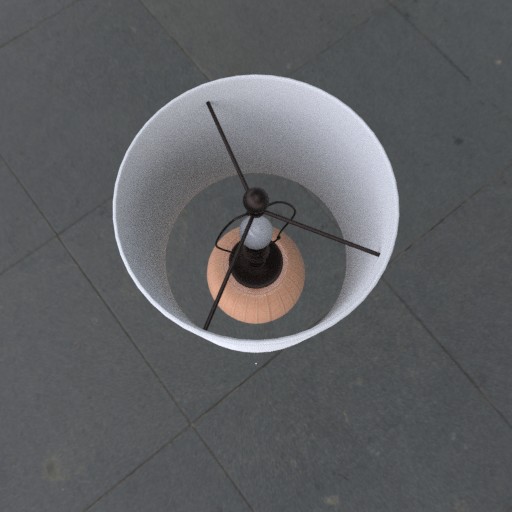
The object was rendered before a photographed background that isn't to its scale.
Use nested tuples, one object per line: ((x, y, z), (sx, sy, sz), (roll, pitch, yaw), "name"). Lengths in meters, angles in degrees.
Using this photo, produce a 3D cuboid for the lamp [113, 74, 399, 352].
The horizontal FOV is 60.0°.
((0.000, 0.000, 0.771), (0.329, 0.570, 0.329), (0, 76, 0), "lamp")
